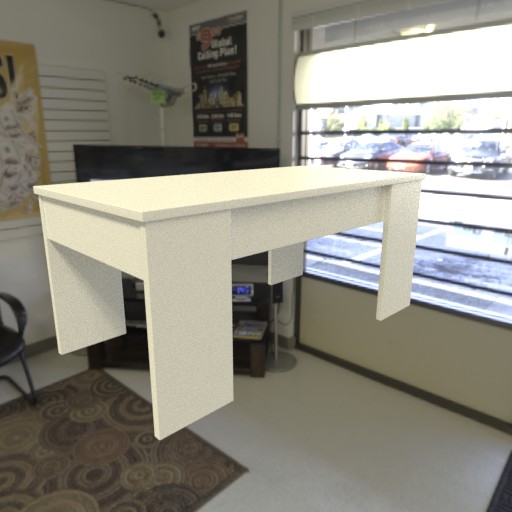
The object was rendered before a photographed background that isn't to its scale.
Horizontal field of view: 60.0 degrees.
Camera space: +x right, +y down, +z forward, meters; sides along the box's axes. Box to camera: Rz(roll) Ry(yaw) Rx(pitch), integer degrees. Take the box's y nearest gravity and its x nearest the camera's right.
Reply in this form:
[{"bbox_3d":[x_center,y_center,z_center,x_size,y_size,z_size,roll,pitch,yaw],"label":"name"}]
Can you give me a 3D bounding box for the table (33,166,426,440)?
[{"bbox_3d":[0.000,0.000,1.280,1.000,0.440,0.500,-15,21,-42],"label":"table"}]
